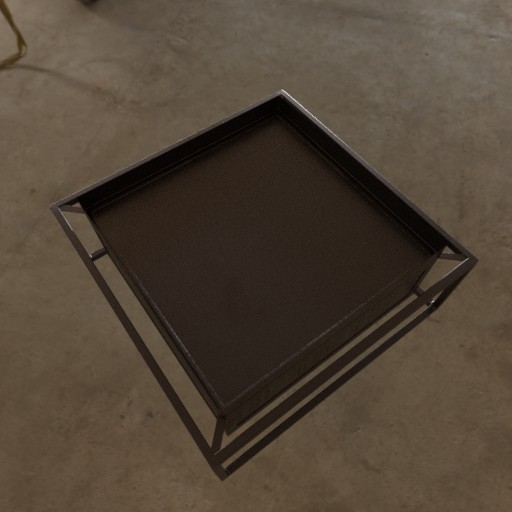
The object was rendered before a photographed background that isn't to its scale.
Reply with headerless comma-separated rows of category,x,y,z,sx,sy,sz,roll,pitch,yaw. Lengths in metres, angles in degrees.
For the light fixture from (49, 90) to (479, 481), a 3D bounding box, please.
light fixture,0.000,0.000,0.691,0.441,0.191,0.441,-32,64,-18
